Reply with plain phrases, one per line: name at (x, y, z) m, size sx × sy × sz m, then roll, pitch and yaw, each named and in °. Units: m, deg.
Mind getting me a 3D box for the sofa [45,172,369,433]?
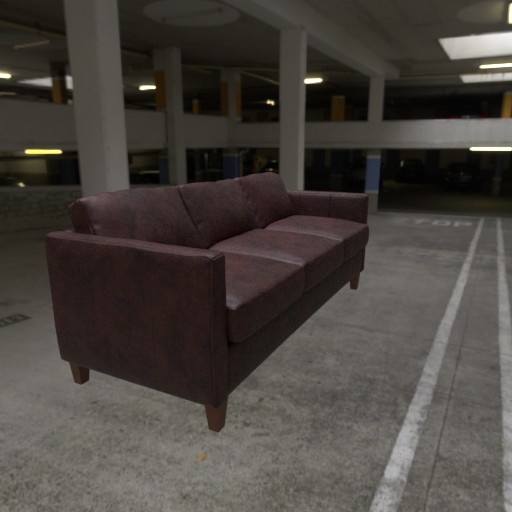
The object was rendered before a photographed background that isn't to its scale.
sofa at (0.000, 0.000, 3.017) m, size 1.045 × 1.006 × 2.464 m, roll 7°, pitch 16°, yaw 27°
